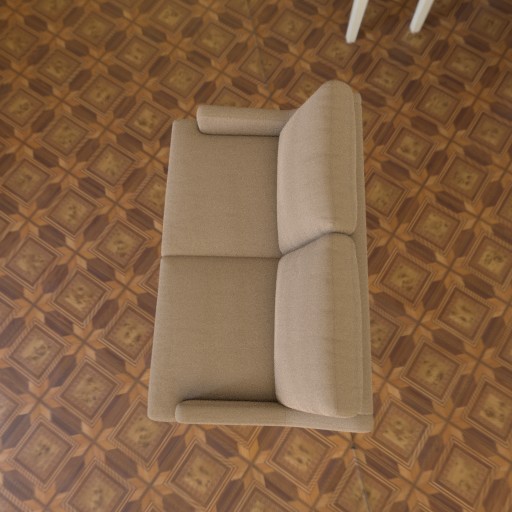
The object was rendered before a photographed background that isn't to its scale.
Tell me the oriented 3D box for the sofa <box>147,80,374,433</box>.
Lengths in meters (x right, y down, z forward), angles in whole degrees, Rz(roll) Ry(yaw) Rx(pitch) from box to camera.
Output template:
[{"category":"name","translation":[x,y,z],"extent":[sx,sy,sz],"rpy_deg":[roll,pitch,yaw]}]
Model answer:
[{"category":"sofa","translation":[0.000,0.000,2.244],"extent":[1.004,0.910,1.619],"rpy_deg":[2,75,0]}]
